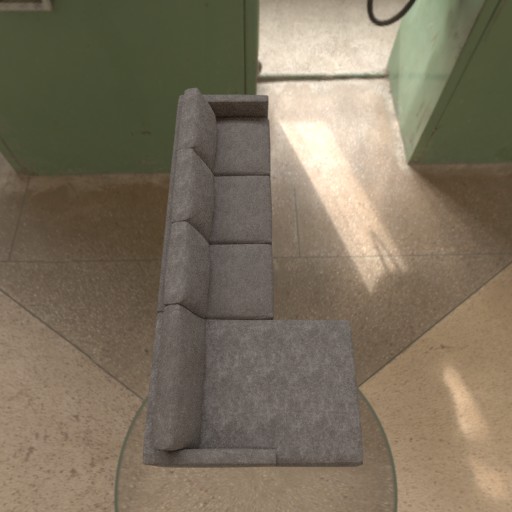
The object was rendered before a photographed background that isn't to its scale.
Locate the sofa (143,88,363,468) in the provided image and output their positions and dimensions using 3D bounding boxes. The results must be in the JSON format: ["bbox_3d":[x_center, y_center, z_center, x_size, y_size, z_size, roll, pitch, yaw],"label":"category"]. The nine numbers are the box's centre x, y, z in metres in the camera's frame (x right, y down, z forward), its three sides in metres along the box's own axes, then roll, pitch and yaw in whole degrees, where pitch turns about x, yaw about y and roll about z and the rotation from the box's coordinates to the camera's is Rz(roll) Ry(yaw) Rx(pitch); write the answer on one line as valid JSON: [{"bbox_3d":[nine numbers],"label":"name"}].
[{"bbox_3d":[0.000,0.000,4.036,1.606,0.954,3.471,0,64,0],"label":"sofa"}]
